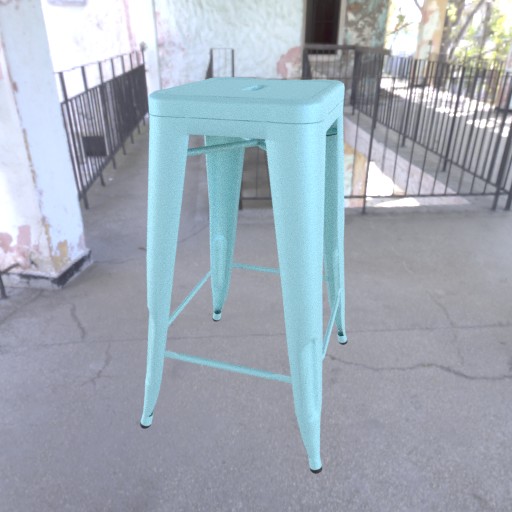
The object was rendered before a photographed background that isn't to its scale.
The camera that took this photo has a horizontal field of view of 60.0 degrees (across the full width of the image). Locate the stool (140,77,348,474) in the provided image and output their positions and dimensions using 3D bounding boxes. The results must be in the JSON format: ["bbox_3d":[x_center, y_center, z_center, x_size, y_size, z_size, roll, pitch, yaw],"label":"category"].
[{"bbox_3d":[0.000,0.000,0.845,0.359,0.609,0.399,8,28,15],"label":"stool"}]
